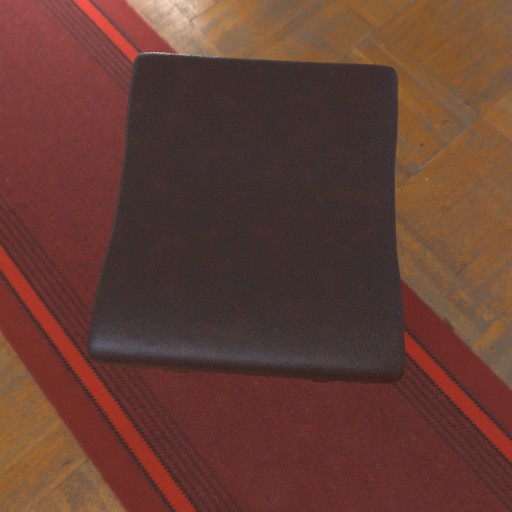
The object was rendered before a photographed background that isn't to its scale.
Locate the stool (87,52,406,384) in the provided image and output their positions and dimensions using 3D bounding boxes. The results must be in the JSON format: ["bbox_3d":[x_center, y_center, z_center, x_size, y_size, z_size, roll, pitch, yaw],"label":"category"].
[{"bbox_3d":[0.000,0.000,0.880,0.397,0.608,0.465,4,74,1],"label":"stool"}]
